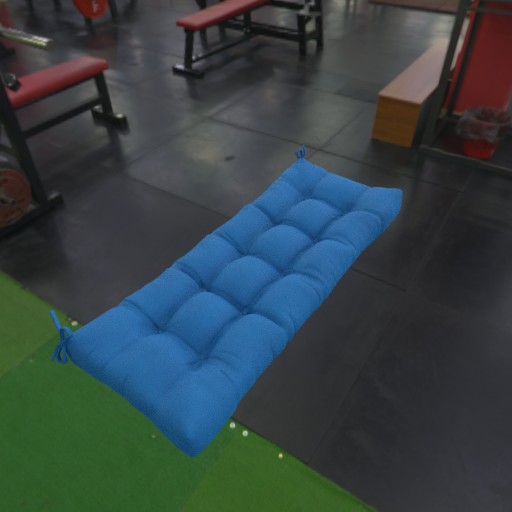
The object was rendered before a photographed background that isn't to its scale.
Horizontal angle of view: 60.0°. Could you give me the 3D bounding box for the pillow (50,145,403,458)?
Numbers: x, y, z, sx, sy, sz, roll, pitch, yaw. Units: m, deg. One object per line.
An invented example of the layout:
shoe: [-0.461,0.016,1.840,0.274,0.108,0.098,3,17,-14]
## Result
pillow: [0.000,0.000,1.362,0.511,0.174,1.194,26,48,26]
